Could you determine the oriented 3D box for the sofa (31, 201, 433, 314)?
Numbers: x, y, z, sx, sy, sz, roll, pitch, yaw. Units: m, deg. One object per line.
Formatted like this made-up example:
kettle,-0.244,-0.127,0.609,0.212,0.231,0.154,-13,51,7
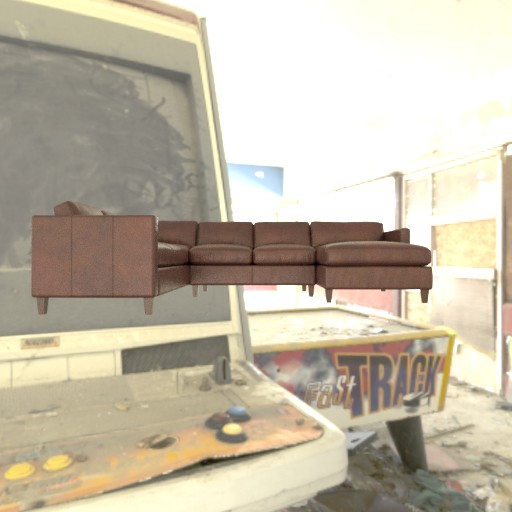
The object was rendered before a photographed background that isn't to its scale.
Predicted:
sofa,0.000,0.000,4.496,3.324,0.891,2.452,0,0,1
